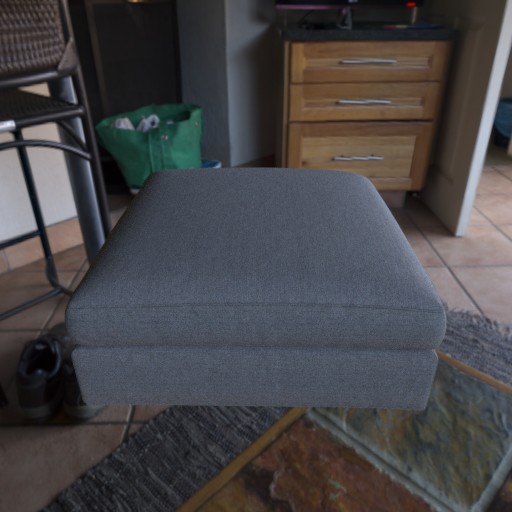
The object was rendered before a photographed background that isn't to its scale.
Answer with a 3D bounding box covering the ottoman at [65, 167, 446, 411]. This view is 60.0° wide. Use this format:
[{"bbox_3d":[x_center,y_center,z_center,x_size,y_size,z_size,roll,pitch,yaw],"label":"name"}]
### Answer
[{"bbox_3d":[0.000,0.000,1.645,1.041,0.470,1.041,0,30,1],"label":"ottoman"}]
